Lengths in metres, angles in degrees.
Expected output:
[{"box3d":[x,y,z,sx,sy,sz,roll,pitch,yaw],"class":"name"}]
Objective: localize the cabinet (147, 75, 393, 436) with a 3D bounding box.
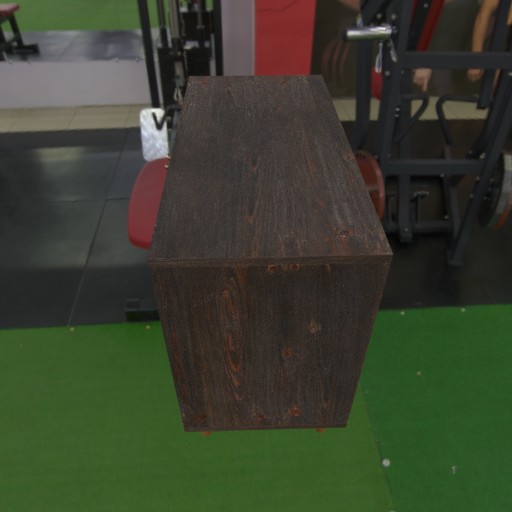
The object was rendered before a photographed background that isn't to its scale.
[{"box3d":[0.000,0.000,1.569,0.529,0.897,1.023,-1,41,-1],"class":"cabinet"}]
